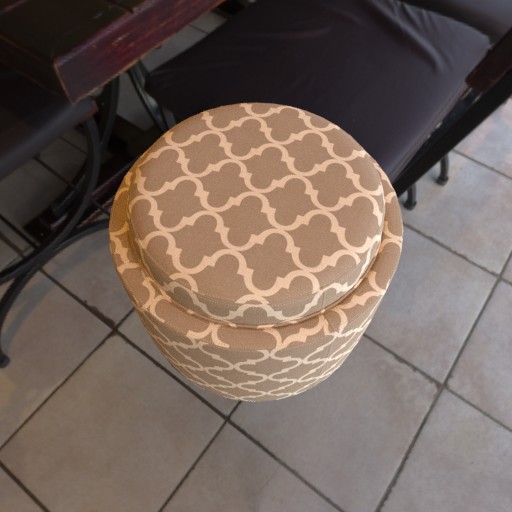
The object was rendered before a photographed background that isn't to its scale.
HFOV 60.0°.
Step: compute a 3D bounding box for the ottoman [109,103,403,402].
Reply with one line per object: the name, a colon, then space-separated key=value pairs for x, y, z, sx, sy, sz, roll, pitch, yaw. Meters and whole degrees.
ottoman: x=0.000 y=0.000 z=0.841 sx=0.480 sy=0.429 sz=0.480 roll=0 pitch=59 yaw=0
